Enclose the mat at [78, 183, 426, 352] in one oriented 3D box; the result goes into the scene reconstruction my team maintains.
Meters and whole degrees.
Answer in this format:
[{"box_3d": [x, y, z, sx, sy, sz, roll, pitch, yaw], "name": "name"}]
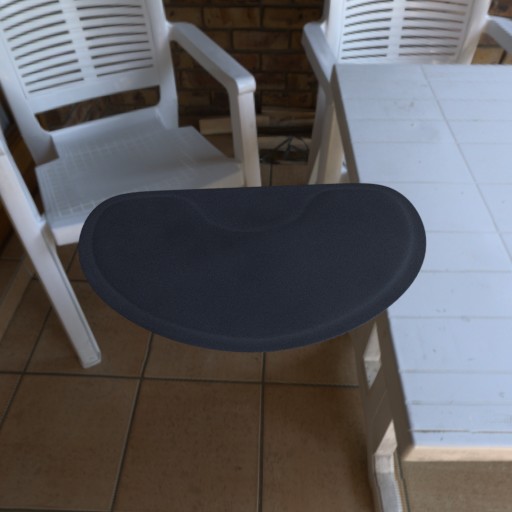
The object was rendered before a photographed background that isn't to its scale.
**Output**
[{"box_3d": [0.000, 0.000, 1.857, 1.524, 0.013, 0.913, -3, 48, -2], "name": "mat"}]
